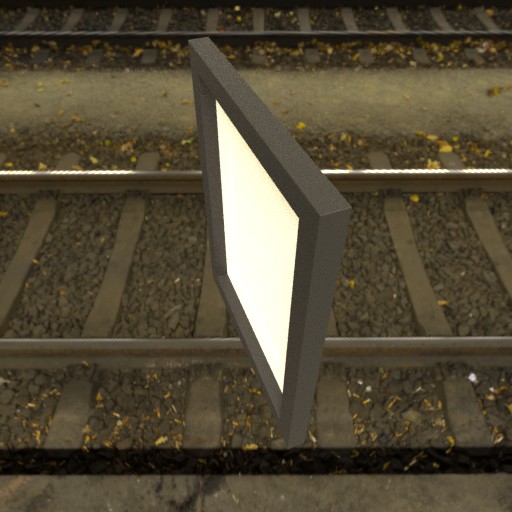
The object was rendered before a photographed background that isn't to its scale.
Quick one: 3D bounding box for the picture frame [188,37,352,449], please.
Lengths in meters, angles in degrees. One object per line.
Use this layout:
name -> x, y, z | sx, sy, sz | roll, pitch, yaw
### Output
picture frame -> 0.000, 0.000, 0.517 | 0.036, 0.383, 0.307 | -16, 48, -15
